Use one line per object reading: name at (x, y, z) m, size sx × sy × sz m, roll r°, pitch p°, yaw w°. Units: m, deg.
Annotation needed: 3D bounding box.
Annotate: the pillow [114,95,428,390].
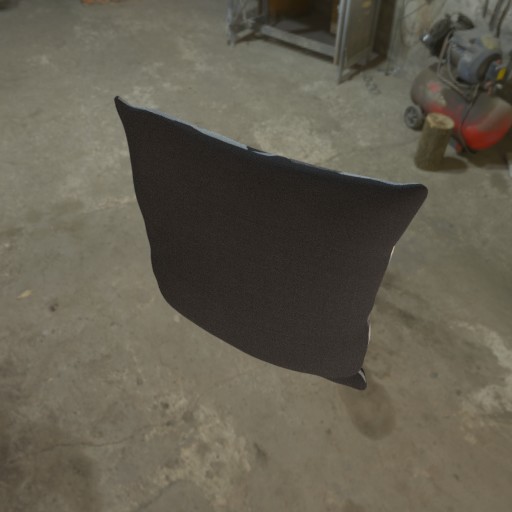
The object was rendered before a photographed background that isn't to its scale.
pillow at (0.000, 0.000, 0.784) m, size 0.503 × 0.496 × 0.208 m, roll 23°, pitch 50°, yaw 20°
